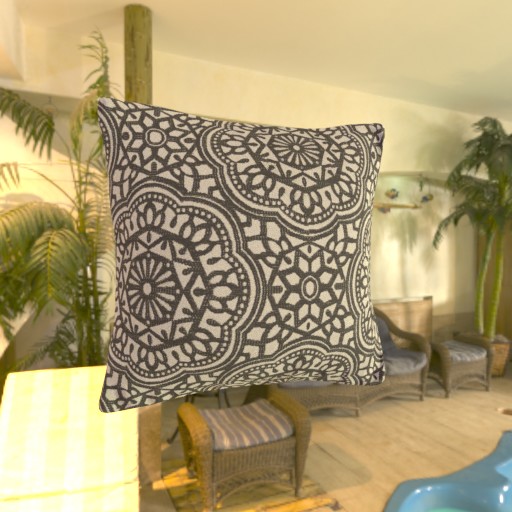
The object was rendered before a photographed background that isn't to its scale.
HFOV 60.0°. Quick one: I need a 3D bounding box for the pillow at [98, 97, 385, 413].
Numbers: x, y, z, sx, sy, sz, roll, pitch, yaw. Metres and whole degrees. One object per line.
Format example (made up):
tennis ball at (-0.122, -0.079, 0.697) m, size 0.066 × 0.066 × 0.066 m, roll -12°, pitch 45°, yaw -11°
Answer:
pillow at (0.000, 0.000, 0.645) m, size 0.436 × 0.417 × 0.148 m, roll 0°, pitch 1°, yaw -18°
